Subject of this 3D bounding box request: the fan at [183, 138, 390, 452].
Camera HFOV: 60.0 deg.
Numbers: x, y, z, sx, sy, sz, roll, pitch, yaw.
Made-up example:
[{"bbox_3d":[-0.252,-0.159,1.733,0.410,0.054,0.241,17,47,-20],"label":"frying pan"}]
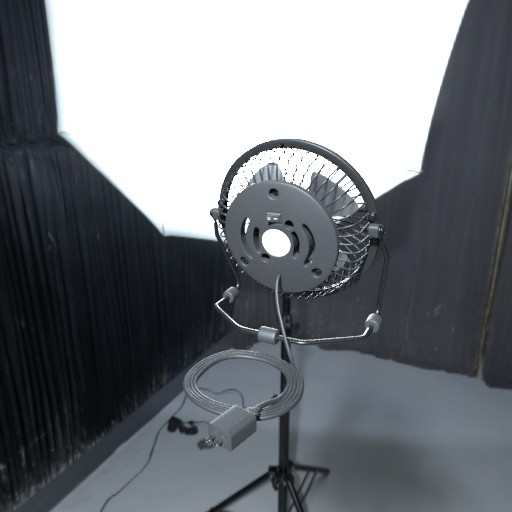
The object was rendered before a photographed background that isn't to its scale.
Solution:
[{"bbox_3d":[0.000,0.000,0.302,0.153,0.152,0.202,9,19,26],"label":"fan"}]
